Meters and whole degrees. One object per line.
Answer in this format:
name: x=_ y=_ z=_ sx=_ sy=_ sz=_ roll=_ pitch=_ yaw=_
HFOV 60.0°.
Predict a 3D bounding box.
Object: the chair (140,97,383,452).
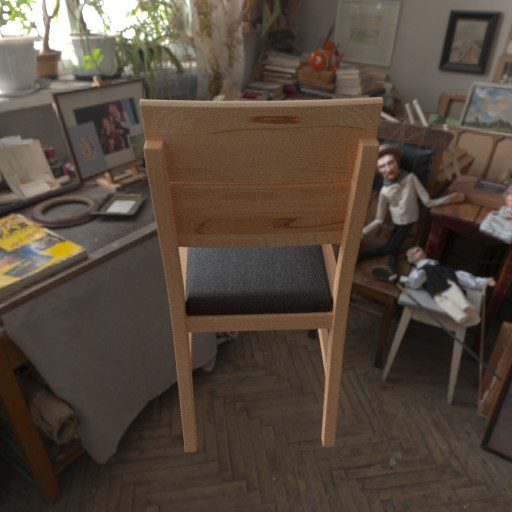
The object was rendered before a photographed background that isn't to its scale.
chair: x=0.000 y=0.000 z=1.235 sx=0.475 sy=0.950 sz=0.560 roll=-1 pitch=31 yaw=-2
